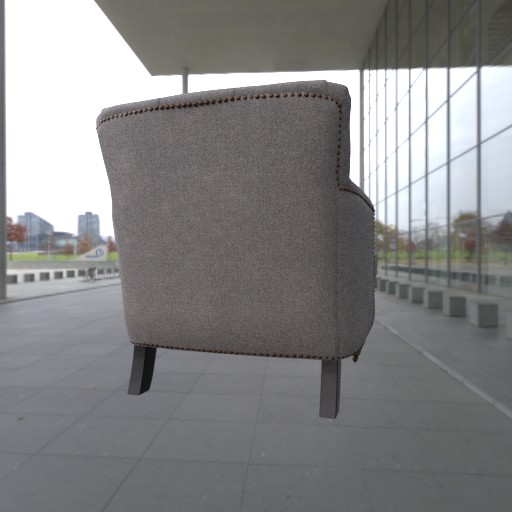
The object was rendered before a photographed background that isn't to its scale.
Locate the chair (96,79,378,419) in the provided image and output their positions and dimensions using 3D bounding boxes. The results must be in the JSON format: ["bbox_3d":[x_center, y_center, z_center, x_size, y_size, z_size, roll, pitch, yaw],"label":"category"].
[{"bbox_3d":[0.000,0.000,1.485,0.737,0.823,0.902,0,0,19],"label":"chair"}]
